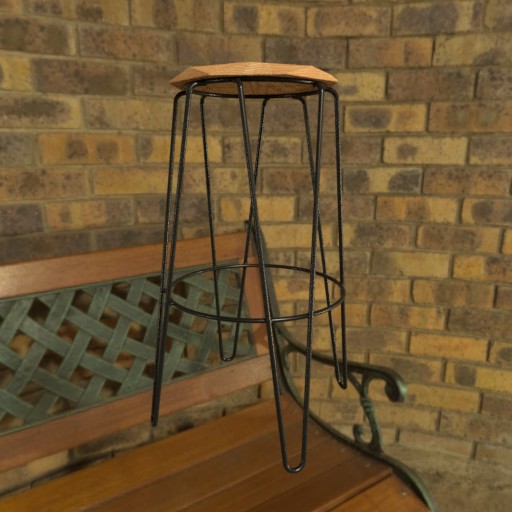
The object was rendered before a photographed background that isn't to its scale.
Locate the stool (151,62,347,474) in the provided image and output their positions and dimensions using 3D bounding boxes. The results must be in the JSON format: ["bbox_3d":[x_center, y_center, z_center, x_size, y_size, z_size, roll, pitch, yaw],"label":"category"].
[{"bbox_3d":[0.000,0.000,0.802,0.326,0.610,0.326,7,15,25],"label":"stool"}]
